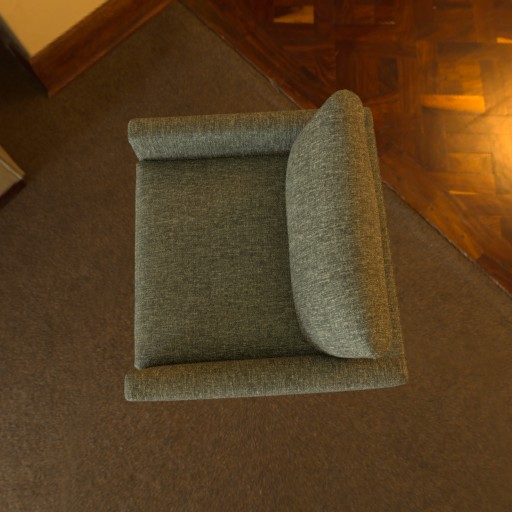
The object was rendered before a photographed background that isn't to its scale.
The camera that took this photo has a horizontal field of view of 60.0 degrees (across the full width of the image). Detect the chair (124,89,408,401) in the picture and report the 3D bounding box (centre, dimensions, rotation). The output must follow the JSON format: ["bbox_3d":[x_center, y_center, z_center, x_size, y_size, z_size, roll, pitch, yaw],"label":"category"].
[{"bbox_3d":[0.000,0.000,1.603,0.866,0.861,0.963,-3,76,-1],"label":"chair"}]
